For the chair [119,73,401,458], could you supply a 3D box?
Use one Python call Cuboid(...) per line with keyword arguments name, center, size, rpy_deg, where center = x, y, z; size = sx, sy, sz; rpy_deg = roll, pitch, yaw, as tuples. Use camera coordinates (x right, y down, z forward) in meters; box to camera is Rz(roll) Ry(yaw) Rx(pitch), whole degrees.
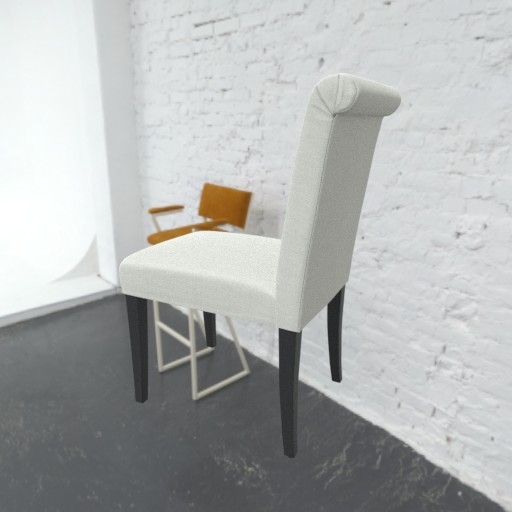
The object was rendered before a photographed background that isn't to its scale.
Cuboid(name="chair", center=(0.000, 0.000, 1.355), size=(0.708, 0.976, 0.452), rpy_deg=(9, 19, 27))
